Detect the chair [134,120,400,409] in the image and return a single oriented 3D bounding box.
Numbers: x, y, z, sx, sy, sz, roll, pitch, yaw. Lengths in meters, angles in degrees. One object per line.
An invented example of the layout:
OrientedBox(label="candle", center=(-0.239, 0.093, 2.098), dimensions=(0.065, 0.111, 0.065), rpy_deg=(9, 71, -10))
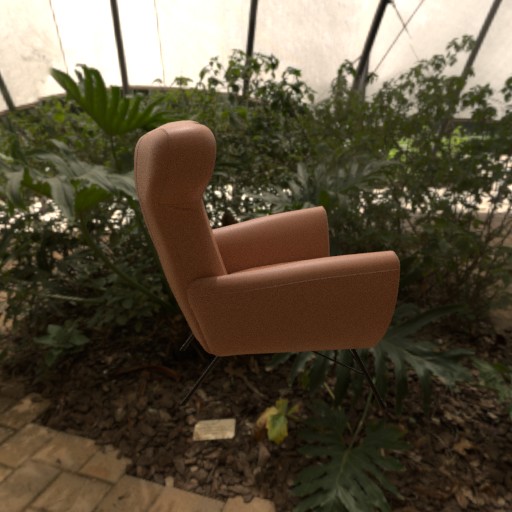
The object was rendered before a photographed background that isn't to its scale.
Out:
OrientedBox(label="chair", center=(0.000, 0.000, 1.807), dimensions=(0.900, 1.050, 0.980), rpy_deg=(-3, 18, -9))
